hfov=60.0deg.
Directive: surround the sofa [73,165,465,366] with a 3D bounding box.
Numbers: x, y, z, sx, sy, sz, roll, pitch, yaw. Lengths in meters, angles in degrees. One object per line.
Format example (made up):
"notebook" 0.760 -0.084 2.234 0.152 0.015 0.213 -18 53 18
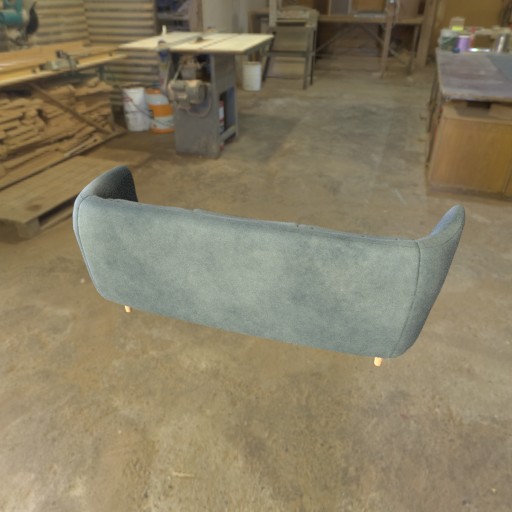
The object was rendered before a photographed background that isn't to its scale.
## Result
"sofa" 0.000 0.000 2.465 2.095 0.795 0.849 9 33 15
